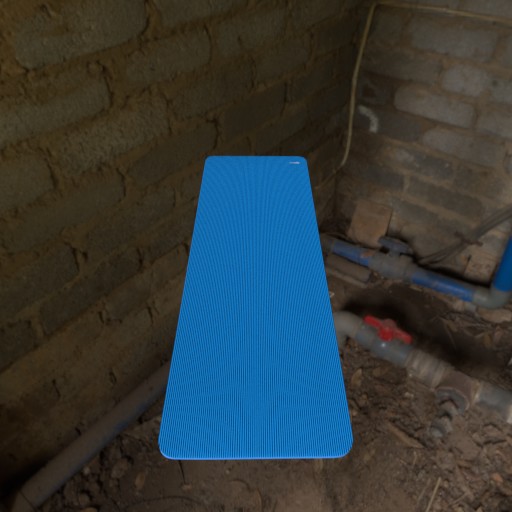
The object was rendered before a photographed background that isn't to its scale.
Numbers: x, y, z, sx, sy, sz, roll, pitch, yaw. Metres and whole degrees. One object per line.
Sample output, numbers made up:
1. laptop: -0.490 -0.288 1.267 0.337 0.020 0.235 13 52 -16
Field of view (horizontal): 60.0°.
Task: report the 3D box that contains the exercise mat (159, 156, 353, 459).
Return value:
1. exercise mat: 0.000 0.000 2.057 0.616 0.021 1.869 0 42 0
